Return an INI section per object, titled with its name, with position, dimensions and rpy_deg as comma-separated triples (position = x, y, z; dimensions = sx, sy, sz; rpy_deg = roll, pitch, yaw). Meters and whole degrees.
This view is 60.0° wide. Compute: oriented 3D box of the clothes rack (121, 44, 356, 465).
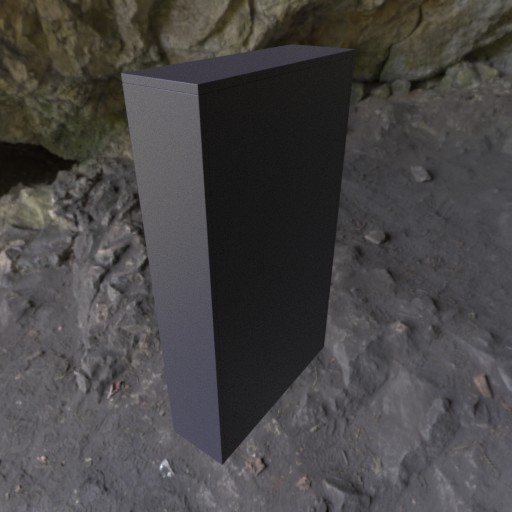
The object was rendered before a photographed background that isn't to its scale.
[clothes rack]
position = 0.000, 0.000, 1.564
dimensions = 0.250, 1.280, 0.750
rpy_deg = 21, 37, 30
